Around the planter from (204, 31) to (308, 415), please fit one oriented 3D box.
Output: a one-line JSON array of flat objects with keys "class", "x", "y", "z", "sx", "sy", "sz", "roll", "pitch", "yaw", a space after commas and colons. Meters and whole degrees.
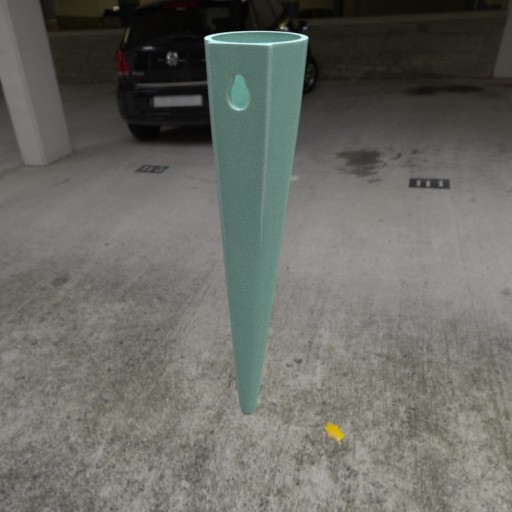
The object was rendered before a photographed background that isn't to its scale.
[{"class": "planter", "x": 0.000, "y": 0.000, "z": 0.300, "sx": 0.054, "sy": 0.268, "sz": 0.055, "roll": 10, "pitch": 33, "yaw": 16}]
